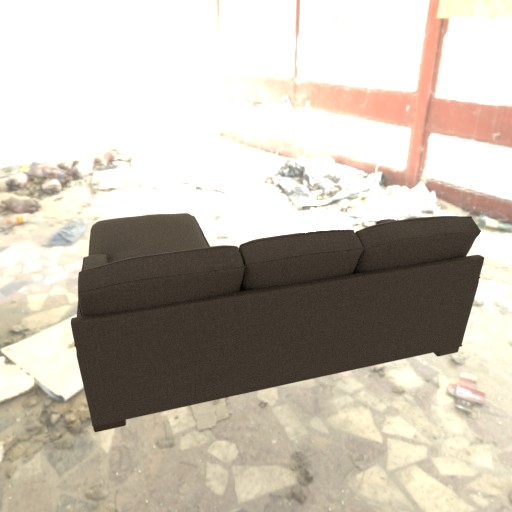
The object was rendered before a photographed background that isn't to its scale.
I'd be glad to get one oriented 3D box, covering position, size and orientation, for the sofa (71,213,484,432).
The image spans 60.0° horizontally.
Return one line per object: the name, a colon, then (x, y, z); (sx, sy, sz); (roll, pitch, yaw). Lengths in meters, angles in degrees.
sofa: (0.000, 0.000, 3.237); (2.370, 0.973, 1.790); (-8, 28, -15)
